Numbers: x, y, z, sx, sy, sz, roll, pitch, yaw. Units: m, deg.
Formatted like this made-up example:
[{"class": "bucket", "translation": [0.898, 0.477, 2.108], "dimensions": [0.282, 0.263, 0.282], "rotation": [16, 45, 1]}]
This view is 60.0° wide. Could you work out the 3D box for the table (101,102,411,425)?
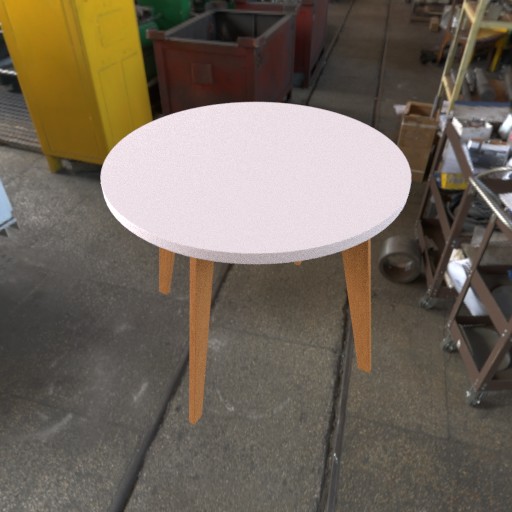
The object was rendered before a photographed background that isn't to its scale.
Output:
[{"class": "table", "translation": [0.000, 0.000, 1.566], "dimensions": [0.896, 0.762, 0.896], "rotation": [0, 40, 0]}]
